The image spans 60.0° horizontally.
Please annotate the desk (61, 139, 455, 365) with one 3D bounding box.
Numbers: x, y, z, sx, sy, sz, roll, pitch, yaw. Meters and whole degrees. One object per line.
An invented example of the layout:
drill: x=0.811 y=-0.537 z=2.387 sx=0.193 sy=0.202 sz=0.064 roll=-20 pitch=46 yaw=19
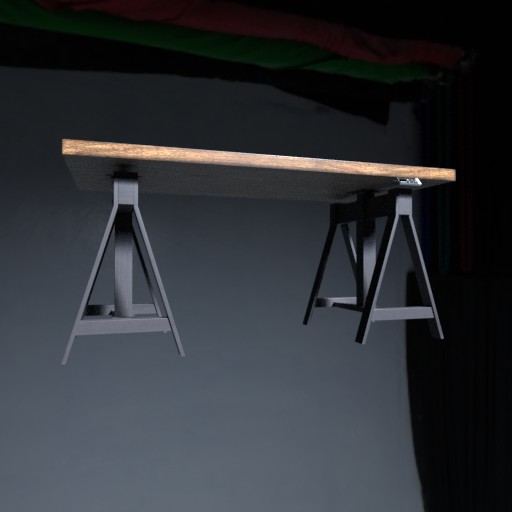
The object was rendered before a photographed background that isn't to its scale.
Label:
desk: x=0.000 y=0.000 z=1.977 sx=1.543 sy=0.725 sz=0.784 roll=0 pitch=0 yaw=-18
